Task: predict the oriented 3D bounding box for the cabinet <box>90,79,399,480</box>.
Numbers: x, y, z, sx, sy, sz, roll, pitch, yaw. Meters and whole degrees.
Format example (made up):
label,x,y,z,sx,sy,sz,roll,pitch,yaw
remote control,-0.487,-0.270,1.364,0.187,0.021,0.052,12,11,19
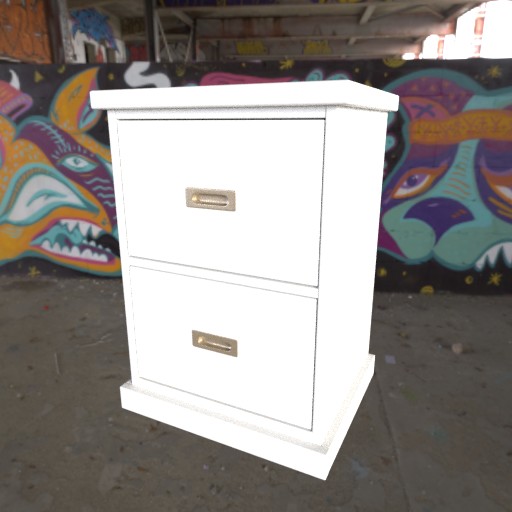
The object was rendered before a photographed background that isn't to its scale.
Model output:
label,x,y,z,sx,sy,sz,roll,pitch,yaw
cabinet,0.000,0.000,1.047,0.520,0.723,0.431,8,18,25
